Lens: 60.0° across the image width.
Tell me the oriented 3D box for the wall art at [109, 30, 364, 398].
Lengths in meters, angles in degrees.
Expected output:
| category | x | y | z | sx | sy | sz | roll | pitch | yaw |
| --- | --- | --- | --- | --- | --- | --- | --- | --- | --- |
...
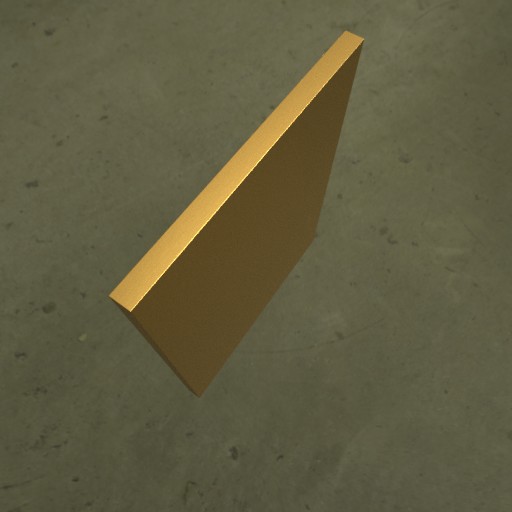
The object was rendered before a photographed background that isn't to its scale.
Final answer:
| category | x | y | z | sx | sy | sz | roll | pitch | yaw |
| --- | --- | --- | --- | --- | --- | --- | --- | --- | --- |
| wall art | 0.000 | 0.000 | 1.016 | 0.038 | 0.762 | 0.610 | 32 | 69 | 14 |
